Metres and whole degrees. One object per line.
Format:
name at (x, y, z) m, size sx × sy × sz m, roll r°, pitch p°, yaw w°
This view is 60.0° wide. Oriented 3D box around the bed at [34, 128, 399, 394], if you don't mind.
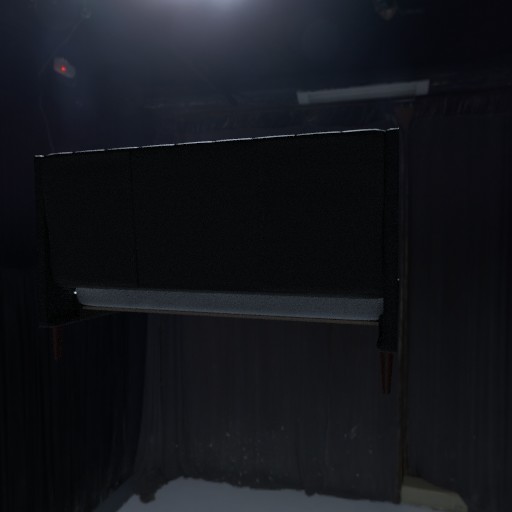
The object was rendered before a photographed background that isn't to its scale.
bed at (0.000, 0.000, 2.493) m, size 1.531 × 0.933 × 1.638 m, roll 1°, pitch 2°, yaw 18°
